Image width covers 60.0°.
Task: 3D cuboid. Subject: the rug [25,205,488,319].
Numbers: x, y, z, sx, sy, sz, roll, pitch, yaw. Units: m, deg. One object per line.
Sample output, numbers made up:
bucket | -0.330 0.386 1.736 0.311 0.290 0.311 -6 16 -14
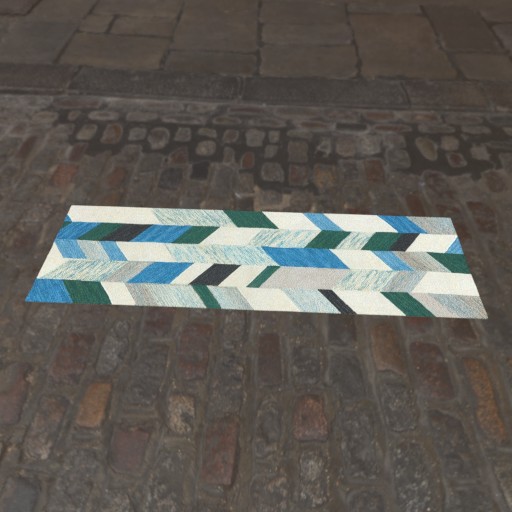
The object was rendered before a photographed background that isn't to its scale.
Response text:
rug | 0.000 0.000 2.582 2.437 0.008 0.774 2 48 2
